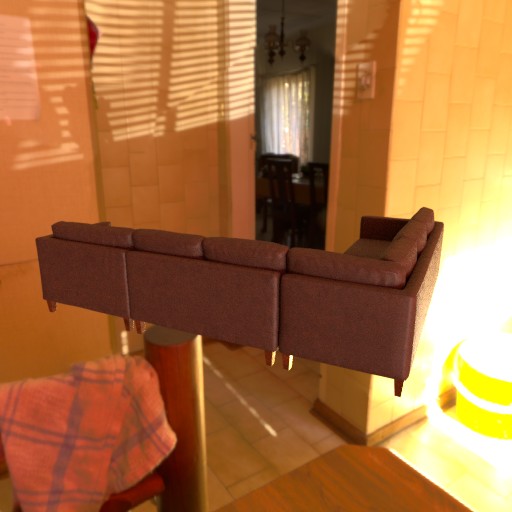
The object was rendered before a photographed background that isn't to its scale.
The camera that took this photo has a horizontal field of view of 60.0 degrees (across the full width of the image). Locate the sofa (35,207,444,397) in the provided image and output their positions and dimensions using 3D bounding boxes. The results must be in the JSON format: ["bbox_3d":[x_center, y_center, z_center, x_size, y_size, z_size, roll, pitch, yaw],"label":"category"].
[{"bbox_3d":[0.000,0.000,4.631,3.460,0.923,2.593,8,18,25],"label":"sofa"}]
